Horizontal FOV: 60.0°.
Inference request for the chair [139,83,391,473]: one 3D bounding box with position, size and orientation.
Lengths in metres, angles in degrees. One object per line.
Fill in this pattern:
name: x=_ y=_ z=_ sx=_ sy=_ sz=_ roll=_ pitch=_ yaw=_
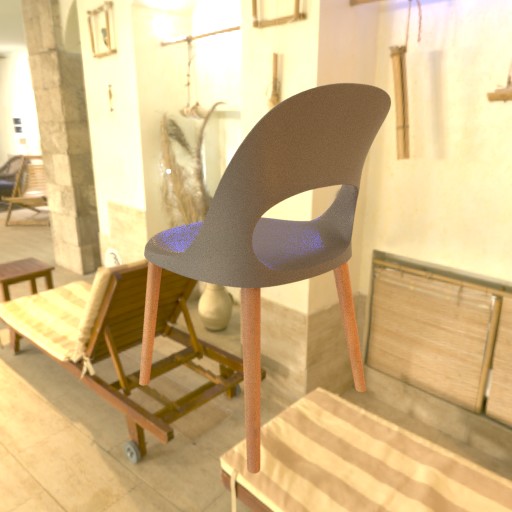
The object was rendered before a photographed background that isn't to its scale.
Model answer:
chair: x=0.000 y=0.000 z=1.133 sx=0.470 sy=0.795 sz=0.556 roll=-16 pitch=23 yaw=-42
